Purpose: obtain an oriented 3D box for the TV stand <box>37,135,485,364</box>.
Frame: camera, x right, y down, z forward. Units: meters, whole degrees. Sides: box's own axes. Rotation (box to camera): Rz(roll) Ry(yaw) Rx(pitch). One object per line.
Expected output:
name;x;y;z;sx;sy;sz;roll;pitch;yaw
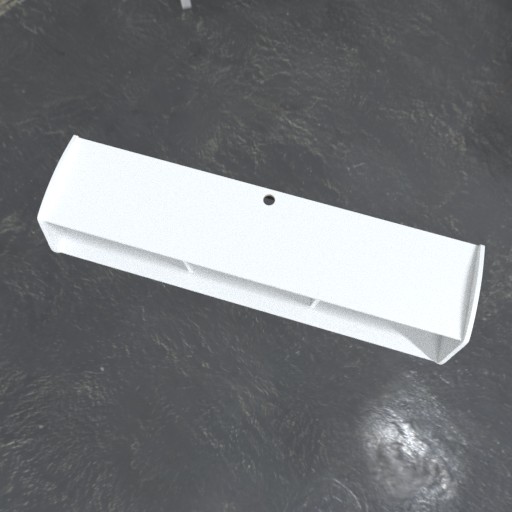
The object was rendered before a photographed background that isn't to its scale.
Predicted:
TV stand;0.000;0.000;1.667;1.473;0.424;0.397;16;75;4
